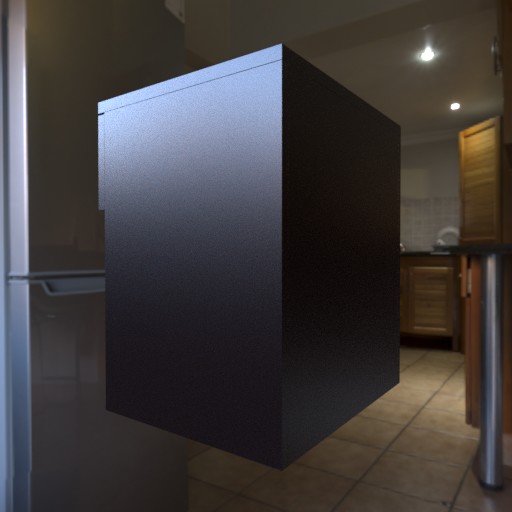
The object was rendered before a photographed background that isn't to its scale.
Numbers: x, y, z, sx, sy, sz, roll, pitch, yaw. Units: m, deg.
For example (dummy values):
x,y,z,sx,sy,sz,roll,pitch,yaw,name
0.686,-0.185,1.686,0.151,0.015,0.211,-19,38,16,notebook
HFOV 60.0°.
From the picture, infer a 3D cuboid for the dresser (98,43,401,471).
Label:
x,y,z,sx,sy,sz,roll,pitch,yaw,name
0.000,0.000,0.752,0.360,0.470,0.400,1,1,36,dresser
